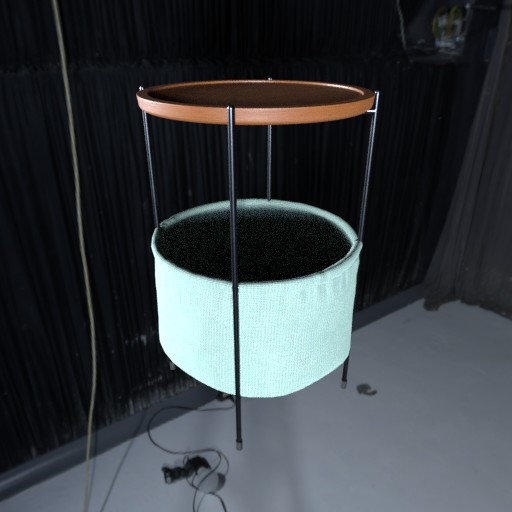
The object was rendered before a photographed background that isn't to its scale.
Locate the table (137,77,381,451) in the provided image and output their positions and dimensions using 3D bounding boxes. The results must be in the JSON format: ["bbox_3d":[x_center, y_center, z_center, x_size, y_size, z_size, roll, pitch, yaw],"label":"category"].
[{"bbox_3d":[0.000,0.000,0.875,0.400,0.623,0.400,-18,32,-32],"label":"table"}]
